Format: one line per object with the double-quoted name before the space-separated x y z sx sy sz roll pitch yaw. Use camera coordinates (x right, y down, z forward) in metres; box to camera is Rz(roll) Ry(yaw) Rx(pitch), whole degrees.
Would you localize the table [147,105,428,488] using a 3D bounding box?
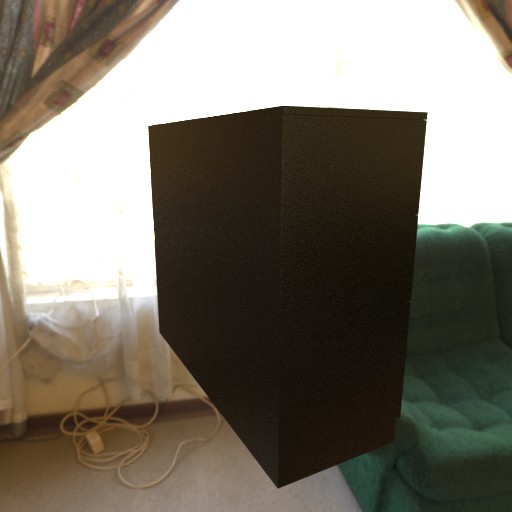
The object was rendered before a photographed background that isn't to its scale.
"table" 0.000 0.000 1.350 0.380 0.790 0.930 -7 16 -27
